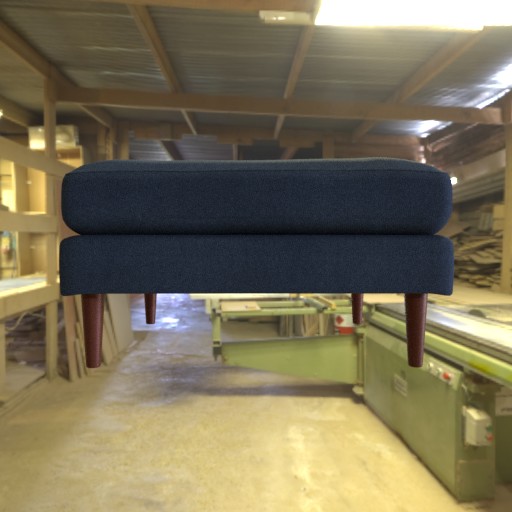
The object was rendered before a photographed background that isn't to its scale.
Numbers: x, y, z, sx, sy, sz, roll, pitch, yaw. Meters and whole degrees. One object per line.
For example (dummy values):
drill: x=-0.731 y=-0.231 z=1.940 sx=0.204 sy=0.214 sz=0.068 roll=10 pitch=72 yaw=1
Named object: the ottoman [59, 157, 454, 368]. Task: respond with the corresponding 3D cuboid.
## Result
ottoman: x=0.000 y=0.000 z=1.244 sx=0.821 sy=0.474 sz=0.693 roll=0 pitch=1 yaw=0
